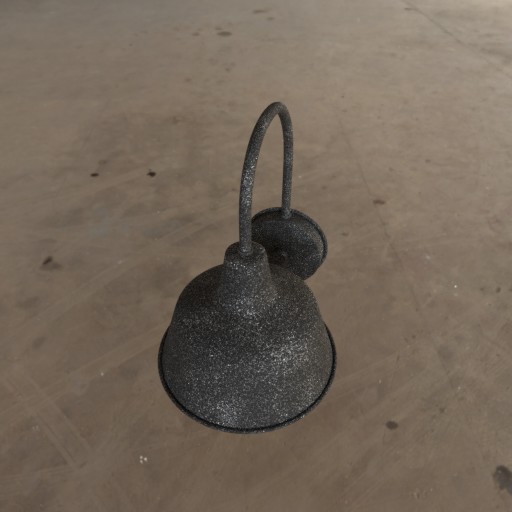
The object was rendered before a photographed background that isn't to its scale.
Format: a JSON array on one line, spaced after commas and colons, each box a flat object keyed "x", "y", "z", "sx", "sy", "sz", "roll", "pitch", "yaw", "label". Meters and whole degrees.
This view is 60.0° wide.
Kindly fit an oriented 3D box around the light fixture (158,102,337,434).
[{"x": 0.000, "y": 0.000, "z": 0.485, "sx": 0.216, "sy": 0.300, "sz": 0.283, "roll": 12, "pitch": 42, "yaw": 14, "label": "light fixture"}]
